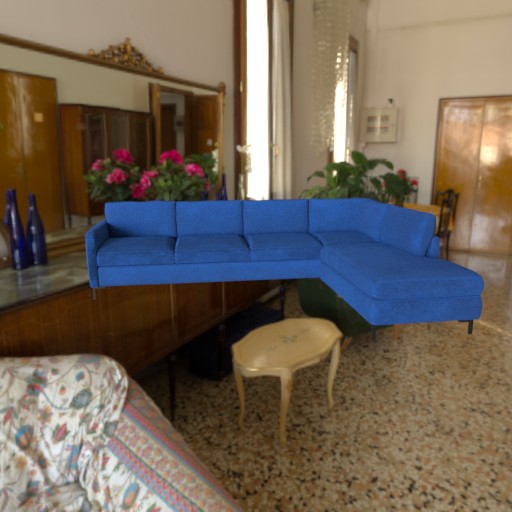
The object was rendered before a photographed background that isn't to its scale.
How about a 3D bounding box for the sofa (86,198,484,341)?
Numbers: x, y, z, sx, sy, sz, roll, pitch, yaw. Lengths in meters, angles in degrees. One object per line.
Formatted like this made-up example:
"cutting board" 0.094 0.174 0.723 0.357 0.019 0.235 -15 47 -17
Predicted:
"sofa" 0.000 0.000 3.229 2.486 0.687 1.707 -2 13 -8
